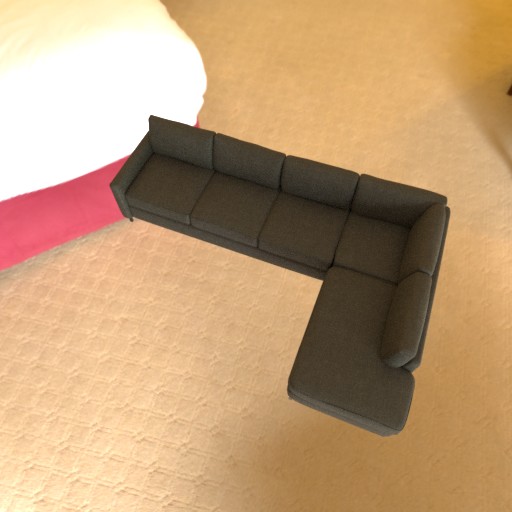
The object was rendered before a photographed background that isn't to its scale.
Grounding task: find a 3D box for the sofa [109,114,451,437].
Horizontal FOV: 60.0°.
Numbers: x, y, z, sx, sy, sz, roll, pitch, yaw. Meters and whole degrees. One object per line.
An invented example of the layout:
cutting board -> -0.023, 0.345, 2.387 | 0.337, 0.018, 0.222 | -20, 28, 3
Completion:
sofa -> 0.000, 0.000, 3.823 | 2.972, 0.858, 1.984 | 19, 61, 11
